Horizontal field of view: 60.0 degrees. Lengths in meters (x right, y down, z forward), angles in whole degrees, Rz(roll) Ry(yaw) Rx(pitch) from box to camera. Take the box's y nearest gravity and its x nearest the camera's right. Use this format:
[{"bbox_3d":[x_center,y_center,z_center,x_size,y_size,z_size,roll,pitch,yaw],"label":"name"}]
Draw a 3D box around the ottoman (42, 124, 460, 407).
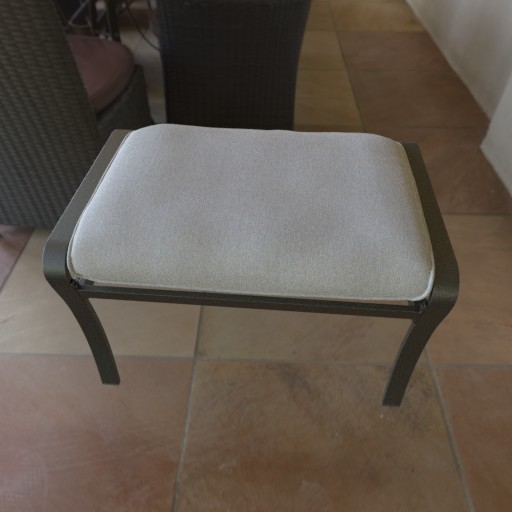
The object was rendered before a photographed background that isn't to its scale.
[{"bbox_3d":[0.000,0.000,0.890,0.610,0.422,0.406,3,45,3],"label":"ottoman"}]
